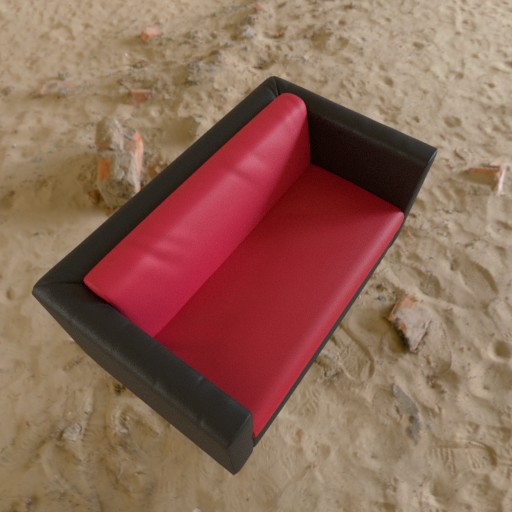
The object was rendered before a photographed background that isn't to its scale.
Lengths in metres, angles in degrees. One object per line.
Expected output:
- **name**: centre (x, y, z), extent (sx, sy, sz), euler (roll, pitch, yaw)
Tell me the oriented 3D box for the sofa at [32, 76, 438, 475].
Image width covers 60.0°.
- **sofa**: centre (0.000, 0.000, 1.881), extent (0.845, 0.735, 1.410), euler (31, 63, 18)
